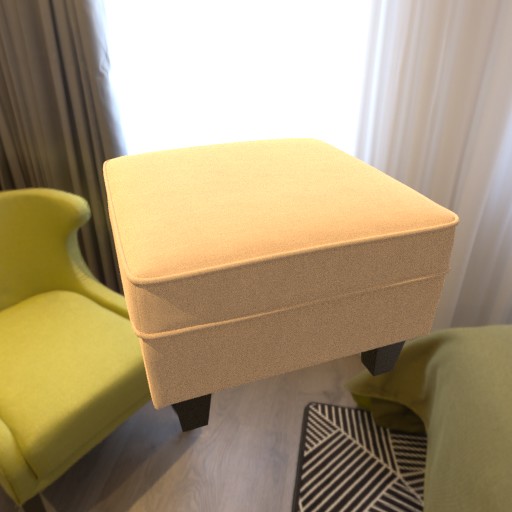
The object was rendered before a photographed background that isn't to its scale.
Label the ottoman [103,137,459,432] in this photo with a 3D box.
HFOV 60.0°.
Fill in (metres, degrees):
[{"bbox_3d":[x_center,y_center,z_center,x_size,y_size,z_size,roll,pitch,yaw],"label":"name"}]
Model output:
[{"bbox_3d":[0.000,0.000,1.045,0.616,0.438,0.613,-10,32,-17],"label":"ottoman"}]
